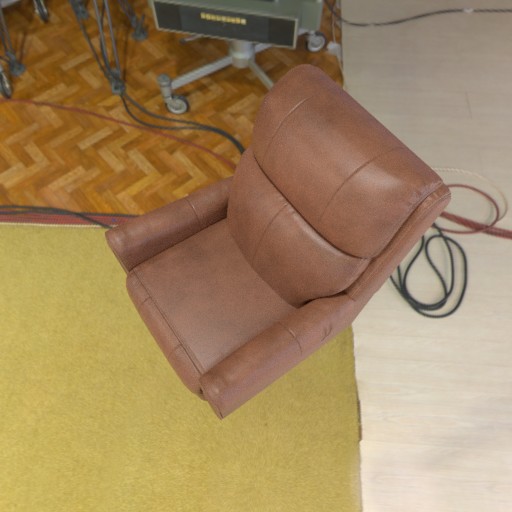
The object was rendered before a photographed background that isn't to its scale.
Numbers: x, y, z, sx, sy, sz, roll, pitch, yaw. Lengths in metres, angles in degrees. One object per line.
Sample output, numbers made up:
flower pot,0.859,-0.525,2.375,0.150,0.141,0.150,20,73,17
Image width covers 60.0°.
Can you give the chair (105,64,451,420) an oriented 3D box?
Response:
chair,0.000,0.000,1.782,1.014,1.054,0.838,-32,67,-15
